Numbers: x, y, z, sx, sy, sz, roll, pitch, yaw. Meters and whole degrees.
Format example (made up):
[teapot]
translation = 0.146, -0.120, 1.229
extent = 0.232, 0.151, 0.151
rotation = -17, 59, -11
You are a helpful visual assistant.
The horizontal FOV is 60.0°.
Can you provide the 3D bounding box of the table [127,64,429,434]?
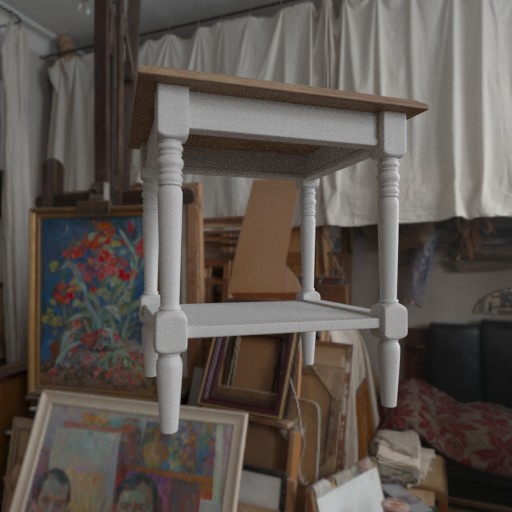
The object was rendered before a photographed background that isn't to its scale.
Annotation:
[table]
translation = 0.000, 0.000, 0.934
extent = 0.508, 0.561, 0.457
rotation = 0, -1, -18
